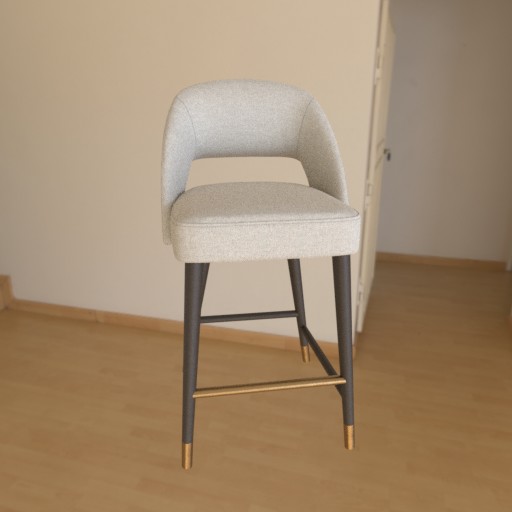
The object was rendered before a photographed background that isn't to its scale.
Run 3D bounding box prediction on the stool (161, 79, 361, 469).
[{"bbox_3d":[0.000,0.000,1.228,0.494,0.940,0.509,-3,19,-9],"label":"stool"}]
